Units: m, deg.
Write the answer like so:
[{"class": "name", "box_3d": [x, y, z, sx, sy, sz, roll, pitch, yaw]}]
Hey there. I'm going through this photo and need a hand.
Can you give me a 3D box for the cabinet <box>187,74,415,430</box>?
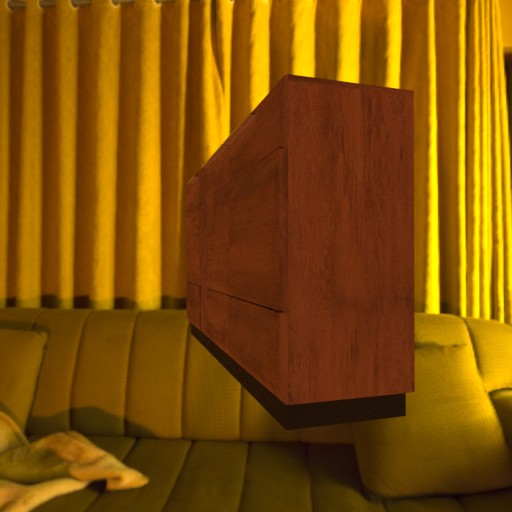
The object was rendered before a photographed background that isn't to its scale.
[{"class": "cabinet", "box_3d": [0.000, 0.000, 1.923, 0.420, 0.900, 1.600, 0, -1, -17]}]
